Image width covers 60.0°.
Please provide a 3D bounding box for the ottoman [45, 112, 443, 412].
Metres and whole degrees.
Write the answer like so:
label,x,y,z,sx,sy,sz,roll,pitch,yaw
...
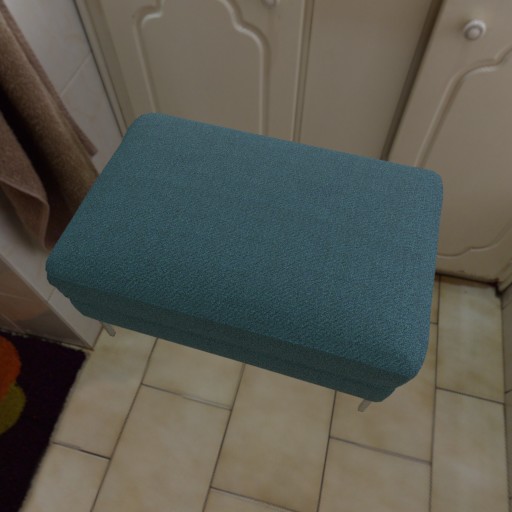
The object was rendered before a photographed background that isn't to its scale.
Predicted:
label,x,y,z,sx,sy,sz,roll,pitch,yaw
ottoman,0.000,0.000,1.196,0.856,0.498,0.563,14,59,9
